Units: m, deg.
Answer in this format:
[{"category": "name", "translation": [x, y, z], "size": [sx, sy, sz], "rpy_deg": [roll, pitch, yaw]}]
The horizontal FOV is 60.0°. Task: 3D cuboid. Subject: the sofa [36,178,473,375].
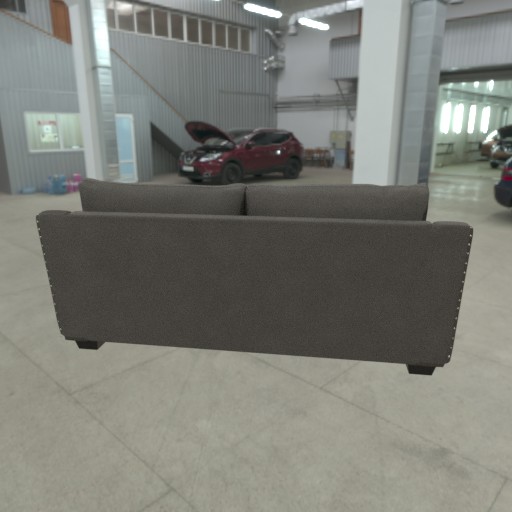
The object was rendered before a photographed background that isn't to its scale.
[{"category": "sofa", "translation": [0.000, 0.000, 3.275], "size": [2.550, 1.196, 1.336], "rpy_deg": [2, 16, 8]}]
